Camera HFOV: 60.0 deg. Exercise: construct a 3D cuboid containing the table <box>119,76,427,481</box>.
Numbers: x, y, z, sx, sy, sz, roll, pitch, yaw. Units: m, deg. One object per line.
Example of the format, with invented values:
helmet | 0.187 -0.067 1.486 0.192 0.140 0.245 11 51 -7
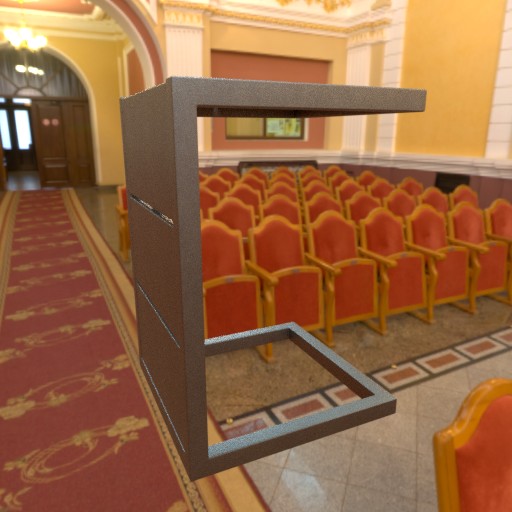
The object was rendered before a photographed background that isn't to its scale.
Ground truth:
table | 0.000 0.000 0.885 0.420 0.609 0.405 -7 17 -24
